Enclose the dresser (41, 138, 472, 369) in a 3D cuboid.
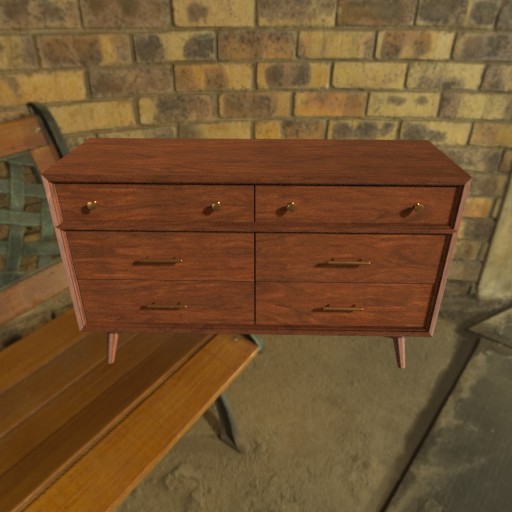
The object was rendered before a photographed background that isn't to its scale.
[{"bbox_3d":[0.000,0.000,1.929,1.472,0.889,0.500,1,29,1],"label":"dresser"}]
